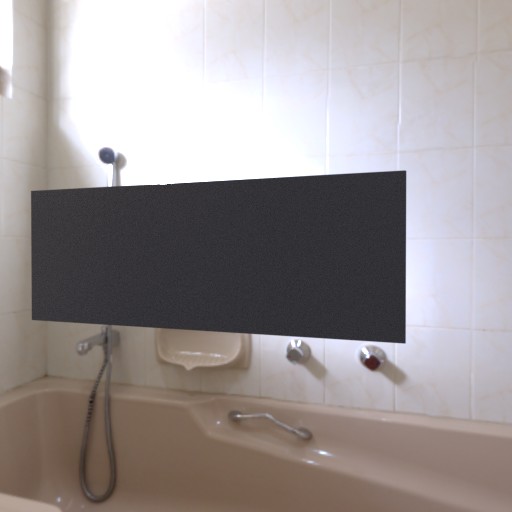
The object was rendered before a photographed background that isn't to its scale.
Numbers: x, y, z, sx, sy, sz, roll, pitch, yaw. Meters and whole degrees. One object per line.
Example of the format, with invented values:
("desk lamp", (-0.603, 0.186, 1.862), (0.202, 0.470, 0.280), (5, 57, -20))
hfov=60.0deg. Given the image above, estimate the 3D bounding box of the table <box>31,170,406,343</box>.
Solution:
("table", (0.000, 0.000, 1.253), (0.801, 0.299, 0.801), (0, 1, 19))
